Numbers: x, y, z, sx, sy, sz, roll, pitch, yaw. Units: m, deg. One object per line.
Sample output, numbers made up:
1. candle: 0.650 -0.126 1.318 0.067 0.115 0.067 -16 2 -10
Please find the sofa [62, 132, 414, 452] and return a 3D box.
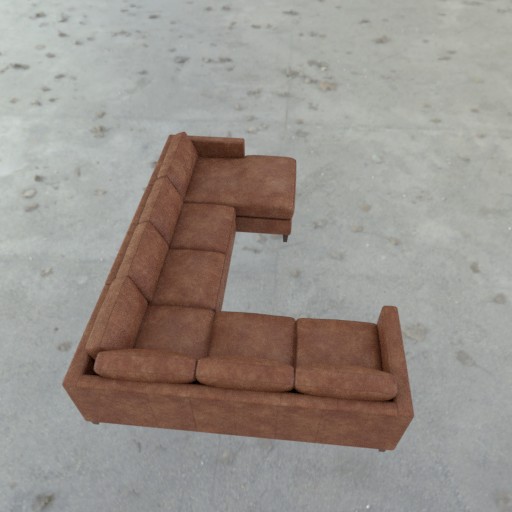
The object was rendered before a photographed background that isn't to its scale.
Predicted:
1. sofa: 0.000 0.000 4.388 2.452 0.888 3.324 4 46 4
